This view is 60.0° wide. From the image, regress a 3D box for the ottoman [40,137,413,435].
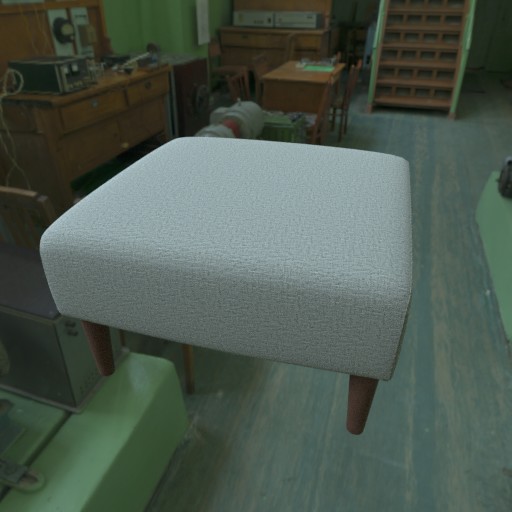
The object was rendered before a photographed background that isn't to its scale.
[{"bbox_3d":[0.000,0.000,1.045,0.650,0.398,0.649,8,33,13],"label":"ottoman"}]
